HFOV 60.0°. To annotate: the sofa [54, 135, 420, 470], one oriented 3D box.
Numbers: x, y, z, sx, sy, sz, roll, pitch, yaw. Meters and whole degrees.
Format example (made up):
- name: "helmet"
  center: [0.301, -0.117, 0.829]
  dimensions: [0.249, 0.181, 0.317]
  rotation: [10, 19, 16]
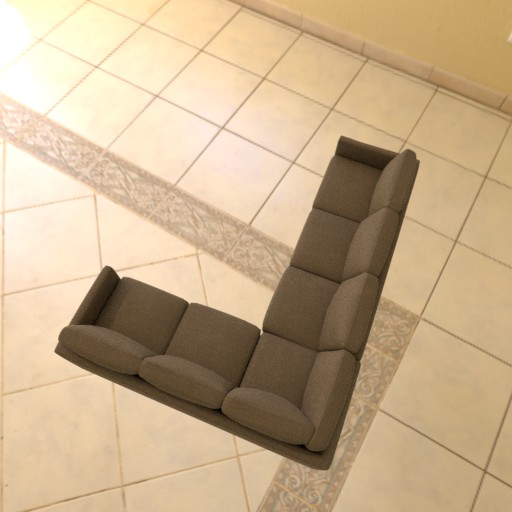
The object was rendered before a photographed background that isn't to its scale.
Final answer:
- name: "sofa"
  center: [0.000, 0.000, 4.553]
  dimensions: [2.593, 0.947, 3.302]
  rotation: [20, 66, 9]
